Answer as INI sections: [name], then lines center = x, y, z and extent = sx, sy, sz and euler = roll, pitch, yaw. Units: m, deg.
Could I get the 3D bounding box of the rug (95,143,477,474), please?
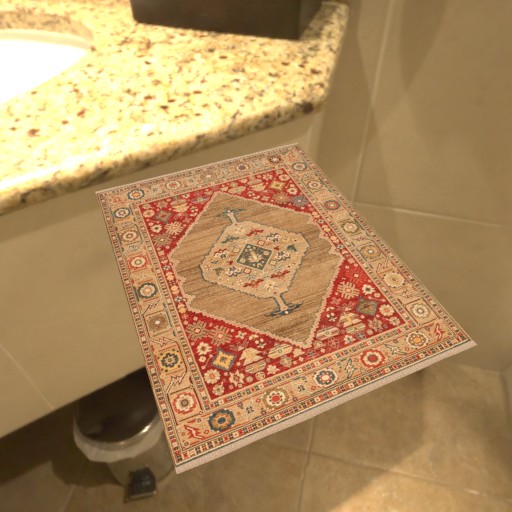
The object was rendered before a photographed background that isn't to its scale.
[rug]
center = 0.000, 0.000, 4.148
extent = 2.451, 0.008, 3.143
euler = -17, 49, -16
